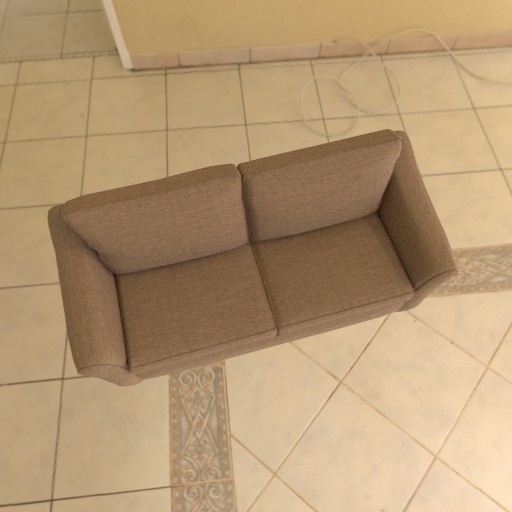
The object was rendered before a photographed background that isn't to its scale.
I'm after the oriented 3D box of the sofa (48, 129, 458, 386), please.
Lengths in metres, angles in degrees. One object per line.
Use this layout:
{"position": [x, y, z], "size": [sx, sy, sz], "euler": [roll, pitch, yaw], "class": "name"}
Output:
{"position": [0.000, 0.000, 2.742], "size": [2.270, 0.965, 0.980], "euler": [-14, 64, -7], "class": "sofa"}
